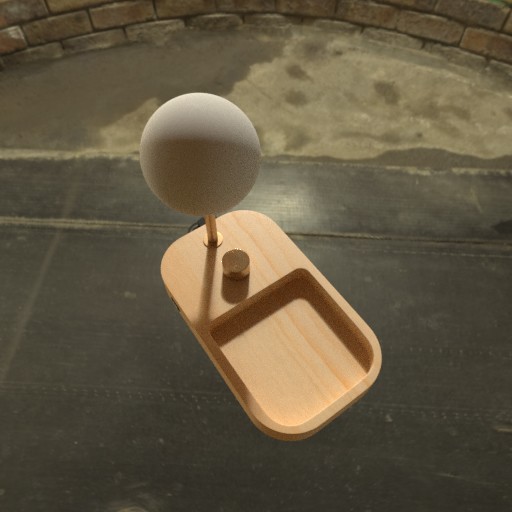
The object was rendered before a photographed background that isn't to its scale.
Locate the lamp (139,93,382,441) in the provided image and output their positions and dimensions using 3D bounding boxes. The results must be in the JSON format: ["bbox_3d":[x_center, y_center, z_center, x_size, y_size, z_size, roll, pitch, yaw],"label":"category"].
[{"bbox_3d":[0.000,0.000,0.474,0.173,0.253,0.331,-30,62,-18],"label":"lamp"}]
